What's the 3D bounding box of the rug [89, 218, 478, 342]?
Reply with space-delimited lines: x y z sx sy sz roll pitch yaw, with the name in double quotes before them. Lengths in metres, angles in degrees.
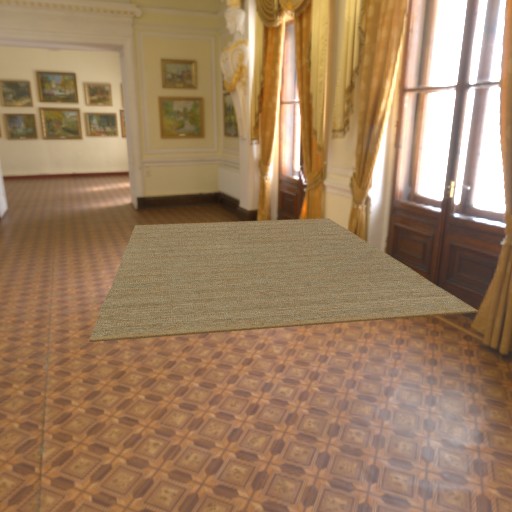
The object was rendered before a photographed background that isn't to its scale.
"rug" 0.000 0.000 4.155 2.471 0.012 3.034 -3 17 -9
